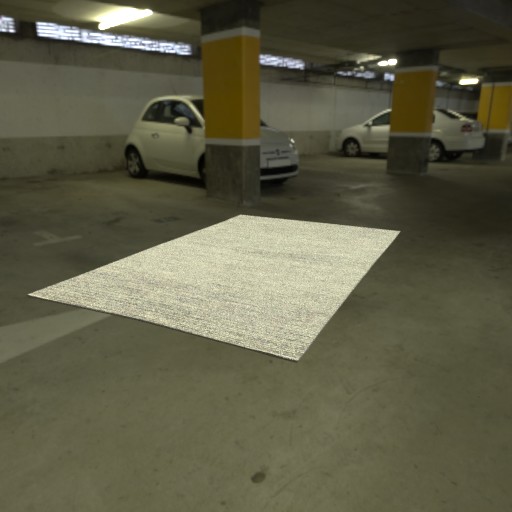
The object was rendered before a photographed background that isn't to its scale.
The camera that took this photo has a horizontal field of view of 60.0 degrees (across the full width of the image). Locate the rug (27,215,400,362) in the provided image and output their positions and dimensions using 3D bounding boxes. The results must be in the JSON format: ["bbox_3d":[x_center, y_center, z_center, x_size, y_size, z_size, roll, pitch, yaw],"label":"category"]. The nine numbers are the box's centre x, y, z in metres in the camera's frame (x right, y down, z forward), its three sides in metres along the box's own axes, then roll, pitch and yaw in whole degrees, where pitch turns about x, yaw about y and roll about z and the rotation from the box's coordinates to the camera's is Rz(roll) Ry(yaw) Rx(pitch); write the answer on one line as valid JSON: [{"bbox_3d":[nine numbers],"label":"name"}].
[{"bbox_3d":[0.000,0.000,2.289,1.159,0.021,1.789,8,19,25],"label":"rug"}]
